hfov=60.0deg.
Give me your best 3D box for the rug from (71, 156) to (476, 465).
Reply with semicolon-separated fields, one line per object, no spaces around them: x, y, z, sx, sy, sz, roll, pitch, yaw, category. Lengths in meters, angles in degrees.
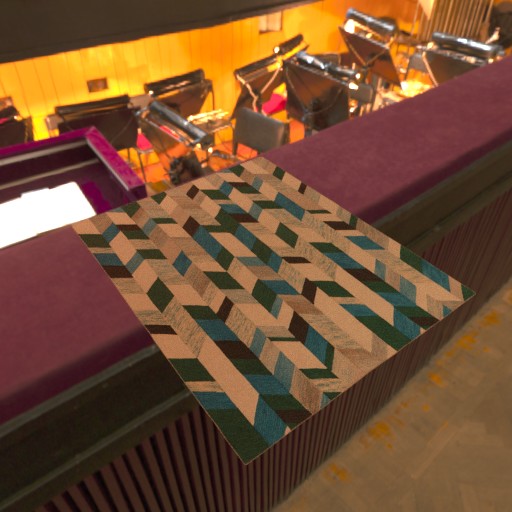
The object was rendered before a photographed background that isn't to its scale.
0.000;0.000;4.130;2.440;0.008;3.036;-26;47;-27;rug
